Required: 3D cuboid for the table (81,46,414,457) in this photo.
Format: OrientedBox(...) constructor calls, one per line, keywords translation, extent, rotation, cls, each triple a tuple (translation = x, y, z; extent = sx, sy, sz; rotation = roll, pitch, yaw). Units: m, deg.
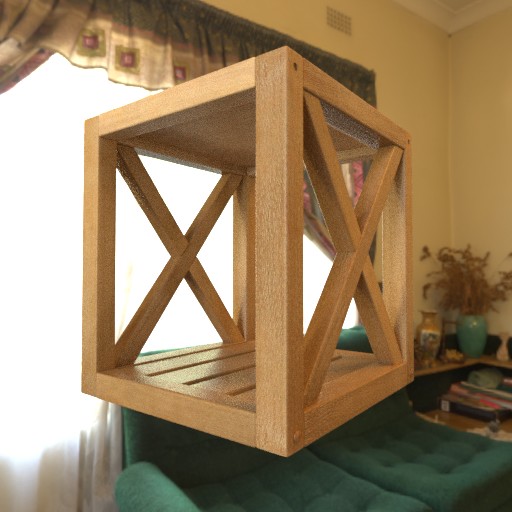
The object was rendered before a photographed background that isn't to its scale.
OrientedBox(translation=(0.000, 0.000, 1.038), extent=(0.558, 0.610, 0.559), rotation=(-1, -2, 38), cls="table")
